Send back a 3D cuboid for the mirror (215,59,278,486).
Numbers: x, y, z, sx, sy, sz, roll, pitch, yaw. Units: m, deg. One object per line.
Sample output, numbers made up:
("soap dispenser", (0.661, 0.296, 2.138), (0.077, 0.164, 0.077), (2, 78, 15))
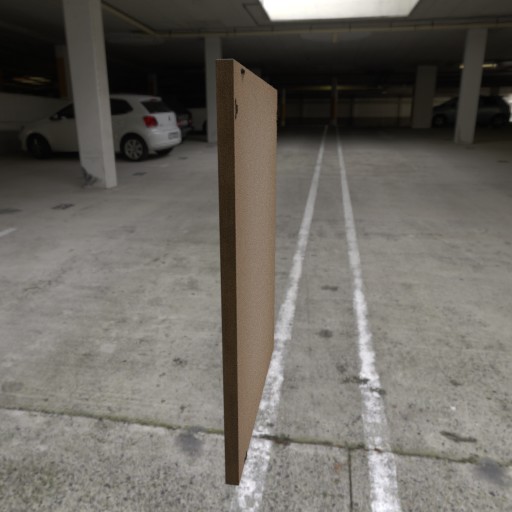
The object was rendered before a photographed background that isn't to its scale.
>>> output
("mirror", (0.000, 0.000, 1.366), (0.041, 1.016, 0.762), (3, 16, 9))
